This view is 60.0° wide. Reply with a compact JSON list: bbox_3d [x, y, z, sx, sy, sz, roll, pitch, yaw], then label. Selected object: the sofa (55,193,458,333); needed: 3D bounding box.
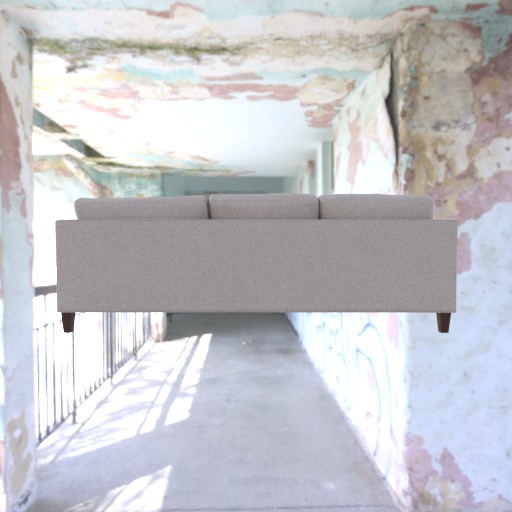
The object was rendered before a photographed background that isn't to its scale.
[{"bbox_3d":[0.000,0.000,4.226,2.432,0.863,3.182,0,1,0],"label":"sofa"}]
